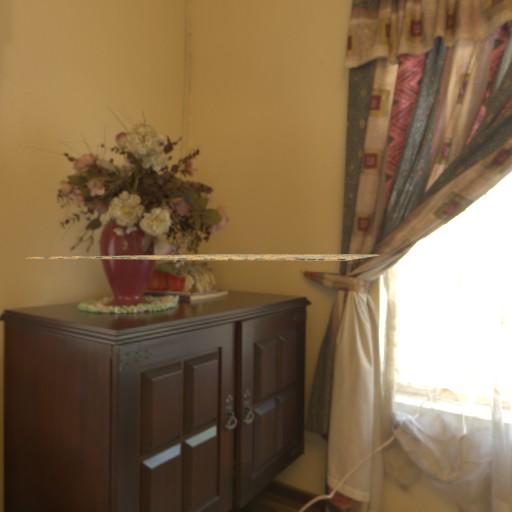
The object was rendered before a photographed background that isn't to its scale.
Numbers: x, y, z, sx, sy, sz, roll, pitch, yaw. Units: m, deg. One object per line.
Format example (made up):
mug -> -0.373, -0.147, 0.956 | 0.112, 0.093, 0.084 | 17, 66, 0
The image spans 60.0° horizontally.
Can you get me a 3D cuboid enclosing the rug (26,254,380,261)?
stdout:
rug -> 0.000, 0.000, 3.050 | 1.520, 0.011, 2.447 | 0, 1, 19
